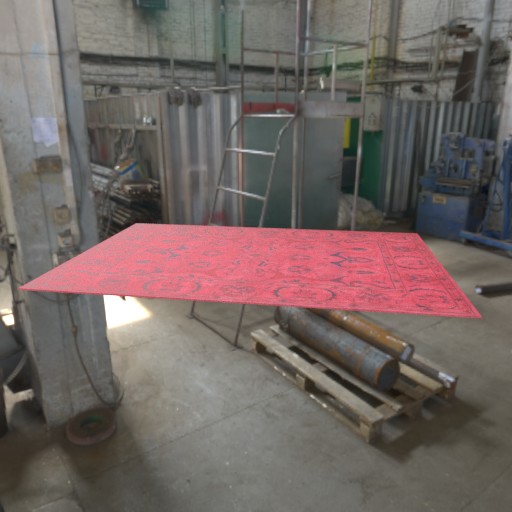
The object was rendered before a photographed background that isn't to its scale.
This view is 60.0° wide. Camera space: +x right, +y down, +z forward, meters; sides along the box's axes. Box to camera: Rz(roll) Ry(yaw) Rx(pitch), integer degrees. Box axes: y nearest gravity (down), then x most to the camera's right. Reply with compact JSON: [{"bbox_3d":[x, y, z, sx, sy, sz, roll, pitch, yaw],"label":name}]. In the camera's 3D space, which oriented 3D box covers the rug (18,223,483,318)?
[{"bbox_3d":[0.000,0.000,2.274,1.814,0.008,1.209,3,18,8],"label":"rug"}]
